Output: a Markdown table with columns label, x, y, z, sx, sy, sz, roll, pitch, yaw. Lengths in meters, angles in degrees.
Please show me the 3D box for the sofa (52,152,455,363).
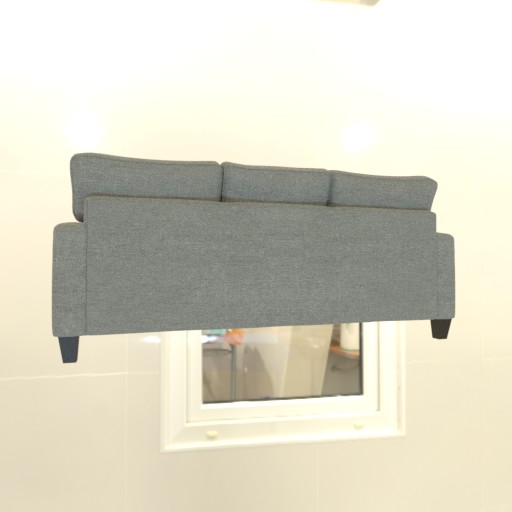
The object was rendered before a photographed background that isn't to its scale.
| label | x | y | z | sx | sy | sz | roll | pitch | yaw |
| --- | --- | --- | --- | --- | --- | --- | --- | --- | --- |
| sofa | 0.000 | 0.000 | 2.667 | 2.158 | 0.965 | 0.951 | 0 | -1 | -18 |
